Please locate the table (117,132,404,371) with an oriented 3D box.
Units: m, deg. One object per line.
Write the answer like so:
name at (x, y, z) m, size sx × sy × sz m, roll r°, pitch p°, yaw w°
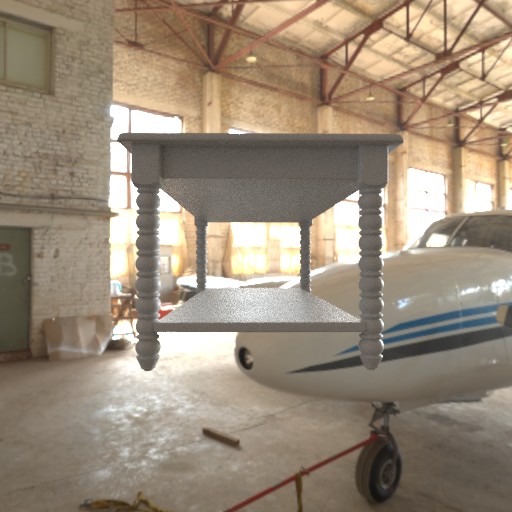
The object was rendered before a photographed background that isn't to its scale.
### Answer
table at (0.000, 0.000, 1.469) m, size 0.580 × 0.487 × 1.171 m, roll 0°, pitch 0°, yaw -1°
